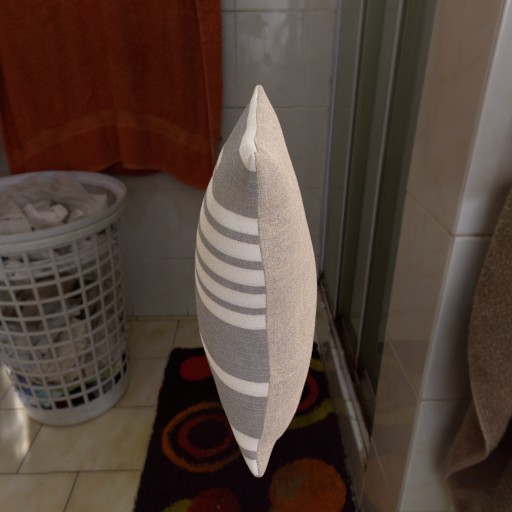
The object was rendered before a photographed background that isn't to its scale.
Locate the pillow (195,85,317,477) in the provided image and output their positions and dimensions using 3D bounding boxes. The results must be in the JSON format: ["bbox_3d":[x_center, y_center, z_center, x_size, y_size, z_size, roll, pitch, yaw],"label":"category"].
[{"bbox_3d":[0.000,0.000,0.671,0.182,0.440,0.439,1,28,1],"label":"pillow"}]
